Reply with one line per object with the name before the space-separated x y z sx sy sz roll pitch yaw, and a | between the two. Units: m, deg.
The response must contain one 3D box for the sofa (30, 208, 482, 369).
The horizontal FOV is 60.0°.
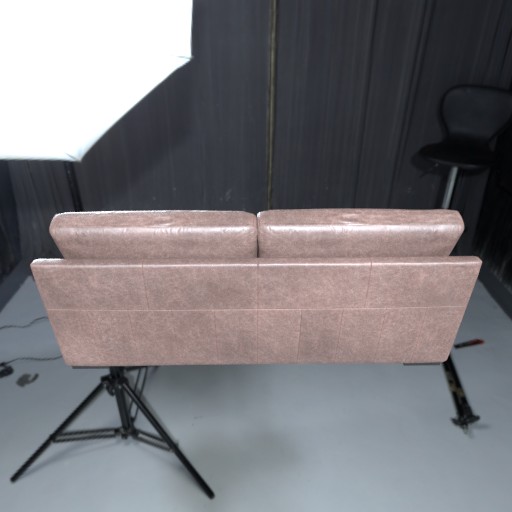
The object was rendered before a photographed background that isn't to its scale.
sofa | 0.000 0.000 2.752 2.261 0.941 1.143 0 30 -1
